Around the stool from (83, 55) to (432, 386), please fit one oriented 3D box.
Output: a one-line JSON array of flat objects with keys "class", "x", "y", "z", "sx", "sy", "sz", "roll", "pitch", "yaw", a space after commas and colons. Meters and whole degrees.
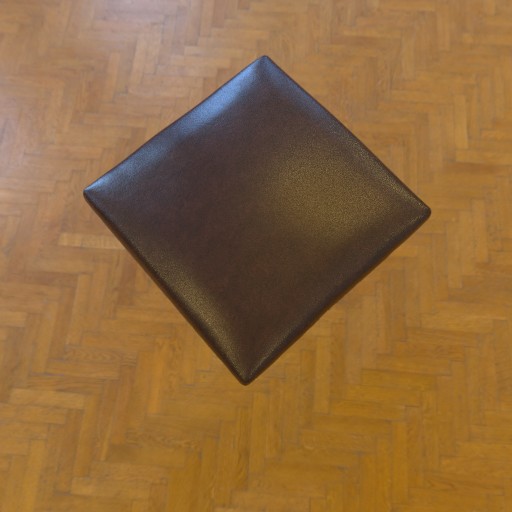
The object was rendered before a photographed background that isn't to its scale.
[{"class": "stool", "x": 0.000, "y": 0.000, "z": 0.956, "sx": 0.382, "sy": 0.702, "sz": 0.383, "roll": -41, "pitch": 78, "yaw": -10}]
